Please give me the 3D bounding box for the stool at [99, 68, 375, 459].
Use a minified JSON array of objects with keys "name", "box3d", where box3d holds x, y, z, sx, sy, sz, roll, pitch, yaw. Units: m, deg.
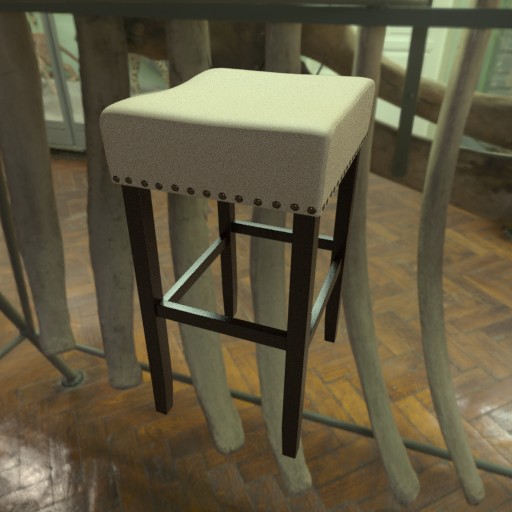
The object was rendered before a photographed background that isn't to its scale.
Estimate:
[{"name":"stool","box3d":[0.000,0.000,1.058,0.401,0.762,0.471,11,33,18]}]
